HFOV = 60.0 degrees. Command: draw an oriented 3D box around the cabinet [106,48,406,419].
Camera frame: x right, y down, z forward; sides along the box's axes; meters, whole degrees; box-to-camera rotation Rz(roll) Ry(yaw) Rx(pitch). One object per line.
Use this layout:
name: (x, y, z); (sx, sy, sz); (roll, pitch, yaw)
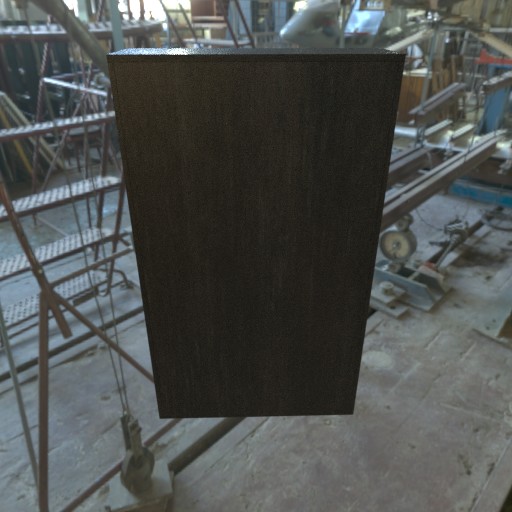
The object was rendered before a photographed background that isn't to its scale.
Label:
cabinet: (0.000, 0.000, 1.520); (0.750, 1.280, 0.250); (-1, 28, -1)
